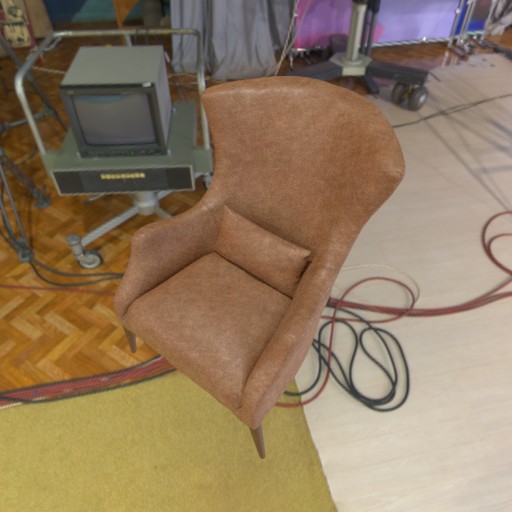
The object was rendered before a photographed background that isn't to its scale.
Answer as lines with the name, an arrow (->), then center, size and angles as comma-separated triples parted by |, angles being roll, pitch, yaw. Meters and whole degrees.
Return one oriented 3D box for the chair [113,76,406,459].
chair -> 0.000, 0.000, 1.771 | 0.846, 1.067, 0.955 | 30, 54, 26
